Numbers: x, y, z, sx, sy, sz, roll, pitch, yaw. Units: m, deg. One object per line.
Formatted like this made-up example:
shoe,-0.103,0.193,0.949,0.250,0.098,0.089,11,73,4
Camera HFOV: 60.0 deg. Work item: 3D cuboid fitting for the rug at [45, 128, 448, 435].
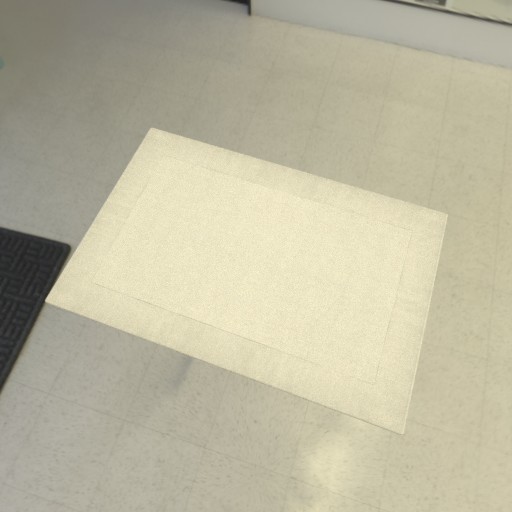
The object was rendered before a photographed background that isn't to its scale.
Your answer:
rug,0.000,0.000,2.351,1.829,0.013,1.219,18,65,9
